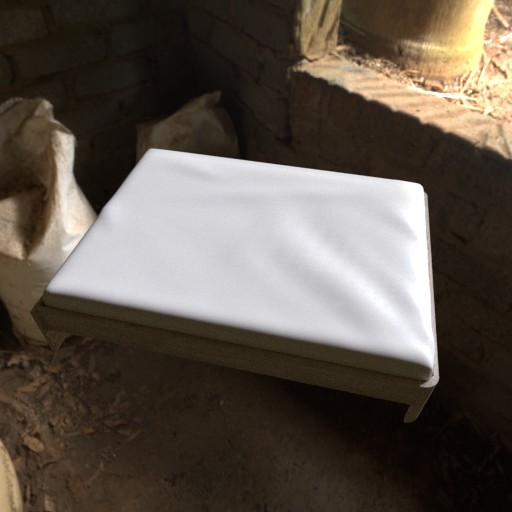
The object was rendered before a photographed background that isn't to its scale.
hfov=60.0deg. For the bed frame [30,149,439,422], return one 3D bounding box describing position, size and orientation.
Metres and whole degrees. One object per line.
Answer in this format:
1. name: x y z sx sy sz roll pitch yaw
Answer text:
1. bed frame: 0.000 0.000 2.627 1.950 0.462 1.490 9 46 9
